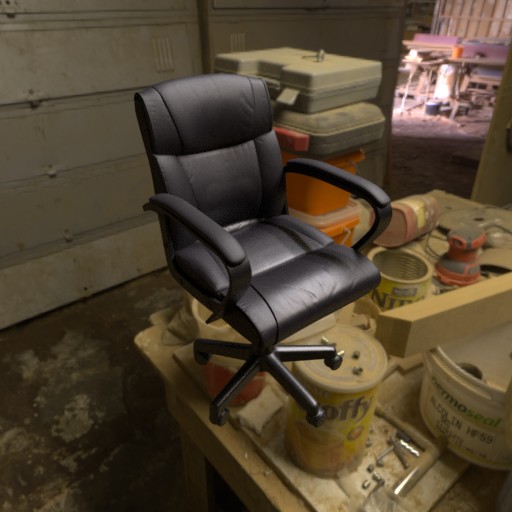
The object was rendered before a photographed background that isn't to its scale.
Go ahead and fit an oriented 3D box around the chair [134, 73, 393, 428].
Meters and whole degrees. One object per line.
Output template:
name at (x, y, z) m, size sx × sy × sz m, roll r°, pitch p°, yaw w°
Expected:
chair at (0.000, 0.000, 1.390) m, size 0.576 × 0.998 × 0.641 m, roll -21°, pitch 36°, yaw -32°
